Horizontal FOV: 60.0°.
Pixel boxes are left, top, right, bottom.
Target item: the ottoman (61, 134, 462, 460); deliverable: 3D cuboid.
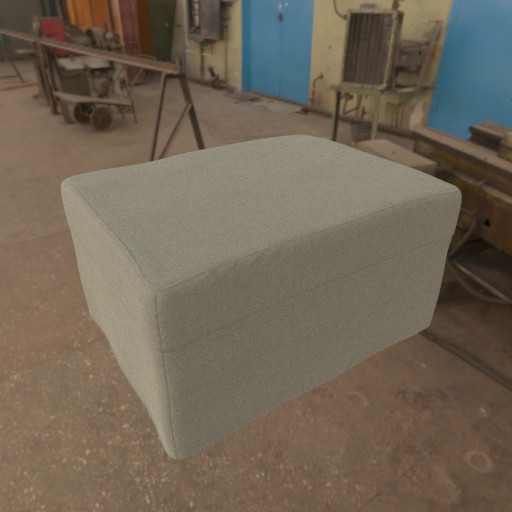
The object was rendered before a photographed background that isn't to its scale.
[{"bbox_3d":[0.000,0.000,1.230,0.833,0.461,0.648,-18,35,-29],"label":"ottoman"}]
